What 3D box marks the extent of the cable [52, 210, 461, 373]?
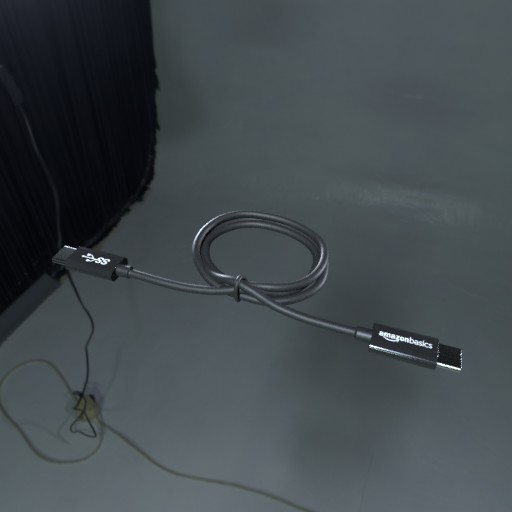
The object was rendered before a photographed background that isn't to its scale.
[{"bbox_3d":[0.000,0.000,0.211,0.186,0.014,0.070,13,43,14],"label":"cable"}]
